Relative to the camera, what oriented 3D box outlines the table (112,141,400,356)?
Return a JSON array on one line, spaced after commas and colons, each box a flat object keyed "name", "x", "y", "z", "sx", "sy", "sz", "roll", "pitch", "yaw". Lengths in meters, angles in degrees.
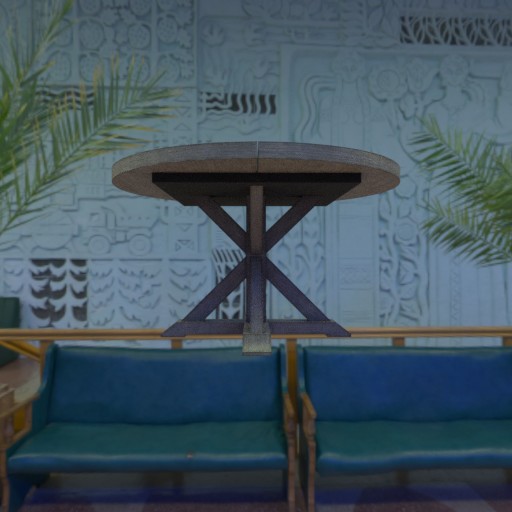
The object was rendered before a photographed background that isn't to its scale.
[{"name": "table", "x": 0.000, "y": 0.000, "z": 2.193, "sx": 1.363, "sy": 0.781, "sz": 1.363, "roll": 0, "pitch": 0, "yaw": 0}]
